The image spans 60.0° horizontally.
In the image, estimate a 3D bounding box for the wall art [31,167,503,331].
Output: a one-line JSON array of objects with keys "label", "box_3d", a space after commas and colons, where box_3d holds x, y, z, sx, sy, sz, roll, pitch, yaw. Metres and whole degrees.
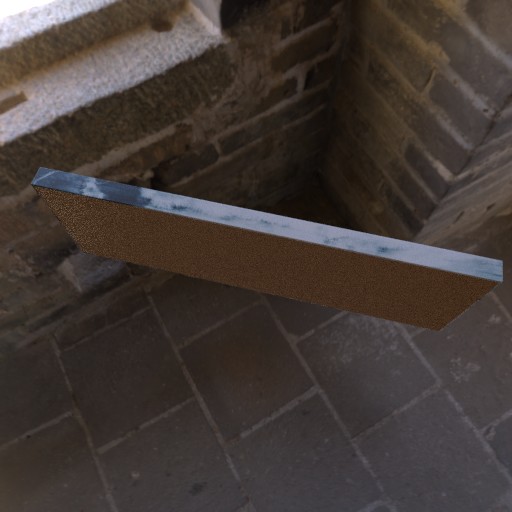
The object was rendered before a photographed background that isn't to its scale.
[{"label": "wall art", "box_3d": [0.000, 0.000, 0.815, 0.759, 0.251, 0.037, 12, 64, 6]}]
